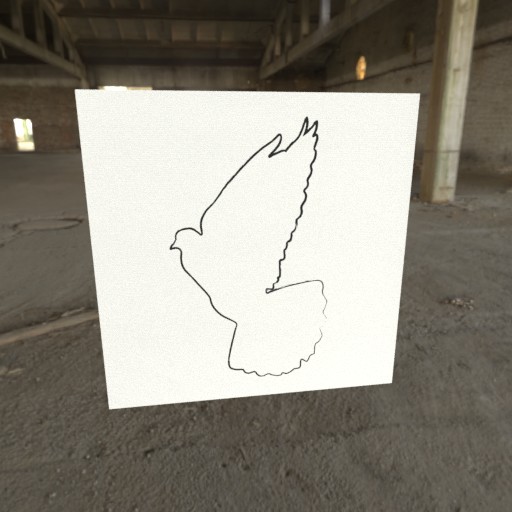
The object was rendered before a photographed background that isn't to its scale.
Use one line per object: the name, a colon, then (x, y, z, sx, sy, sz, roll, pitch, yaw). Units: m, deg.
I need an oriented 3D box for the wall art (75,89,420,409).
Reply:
wall art: (0.000, 0.000, 0.878, 0.610, 0.610, 0.038, -3, 16, -9)
